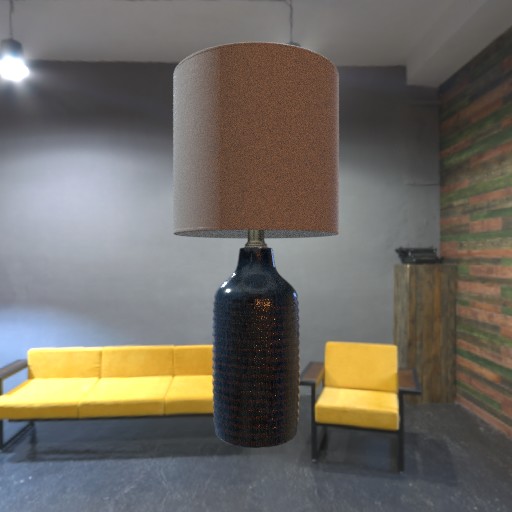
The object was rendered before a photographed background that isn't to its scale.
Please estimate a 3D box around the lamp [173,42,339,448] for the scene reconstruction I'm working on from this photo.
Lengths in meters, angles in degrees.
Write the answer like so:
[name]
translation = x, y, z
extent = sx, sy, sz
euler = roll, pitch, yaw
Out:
[lamp]
translation = 0.000, 0.000, 0.601
extent = 0.220, 0.475, 0.220
euler = 0, 0, 0
